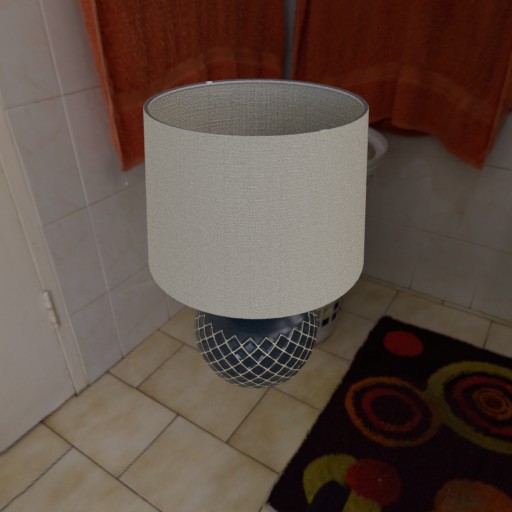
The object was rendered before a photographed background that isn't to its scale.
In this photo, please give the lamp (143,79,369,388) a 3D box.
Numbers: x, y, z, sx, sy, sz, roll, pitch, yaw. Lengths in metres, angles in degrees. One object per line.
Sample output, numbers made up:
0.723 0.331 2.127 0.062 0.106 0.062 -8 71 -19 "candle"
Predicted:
0.000 0.000 0.798 0.376 0.540 0.376 0 33 0 "lamp"
